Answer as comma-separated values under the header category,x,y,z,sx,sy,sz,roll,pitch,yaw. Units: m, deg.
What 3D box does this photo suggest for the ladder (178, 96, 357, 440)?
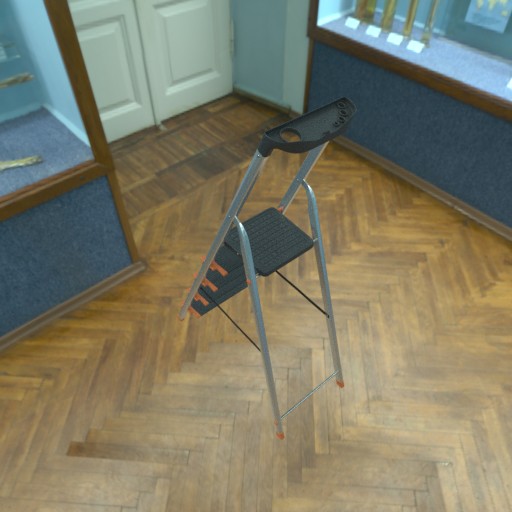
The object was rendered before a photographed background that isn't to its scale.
category,x,y,z,sx,sy,sz,roll,pitch,yaw
ladder,0.000,0.000,2.054,0.480,1.646,0.995,-31,54,-26
